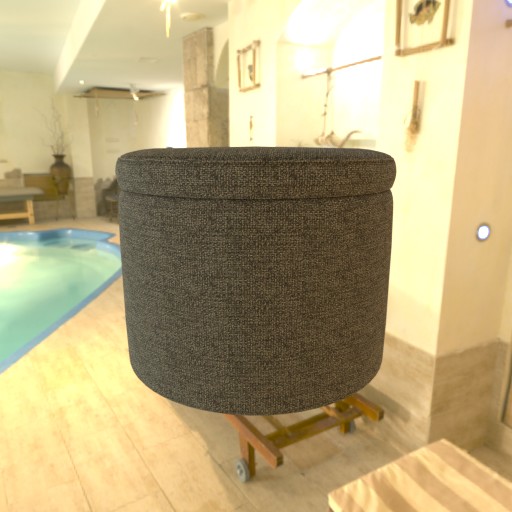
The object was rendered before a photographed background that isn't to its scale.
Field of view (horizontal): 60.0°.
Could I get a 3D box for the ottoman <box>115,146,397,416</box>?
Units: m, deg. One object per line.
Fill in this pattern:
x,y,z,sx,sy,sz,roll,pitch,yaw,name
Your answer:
0.000,0.000,0.894,0.520,0.430,0.520,0,14,0,ottoman
